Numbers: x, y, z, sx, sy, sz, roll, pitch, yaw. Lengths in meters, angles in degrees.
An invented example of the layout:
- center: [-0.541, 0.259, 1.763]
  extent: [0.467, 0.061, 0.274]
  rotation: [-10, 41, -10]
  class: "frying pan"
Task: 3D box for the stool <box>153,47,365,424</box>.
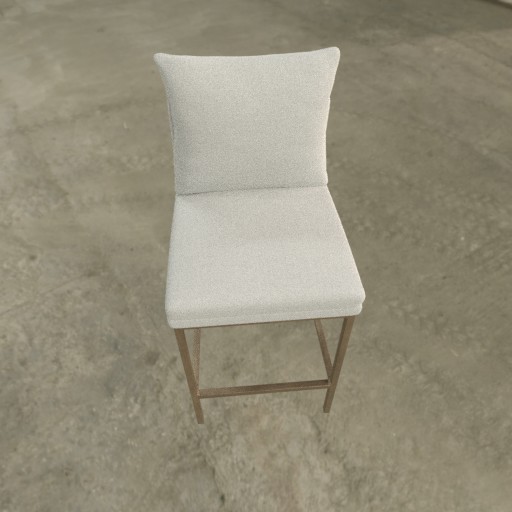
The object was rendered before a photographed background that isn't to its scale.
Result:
- center: [0.000, 0.000, 1.296]
  extent: [0.463, 1.032, 0.572]
  rotation: [-4, 47, -3]
  class: "stool"
